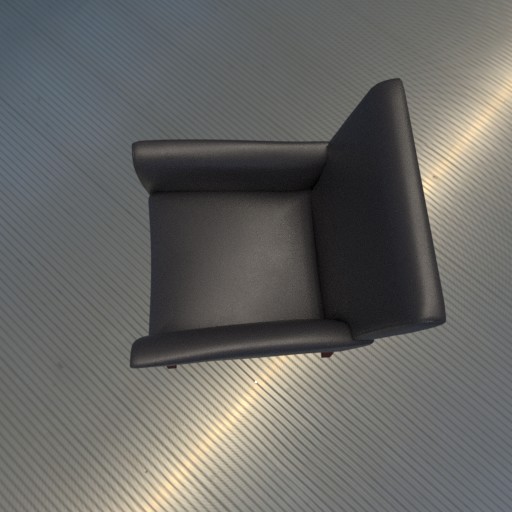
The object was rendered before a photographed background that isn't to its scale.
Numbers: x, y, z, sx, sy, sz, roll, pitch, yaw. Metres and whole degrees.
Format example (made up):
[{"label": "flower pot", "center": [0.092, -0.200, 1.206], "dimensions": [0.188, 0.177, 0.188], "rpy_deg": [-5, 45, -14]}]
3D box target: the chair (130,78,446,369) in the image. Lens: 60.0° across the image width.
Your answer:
[{"label": "chair", "center": [0.000, 0.000, 1.462], "dimensions": [0.772, 0.951, 0.683], "rpy_deg": [-4, 74, -1]}]
